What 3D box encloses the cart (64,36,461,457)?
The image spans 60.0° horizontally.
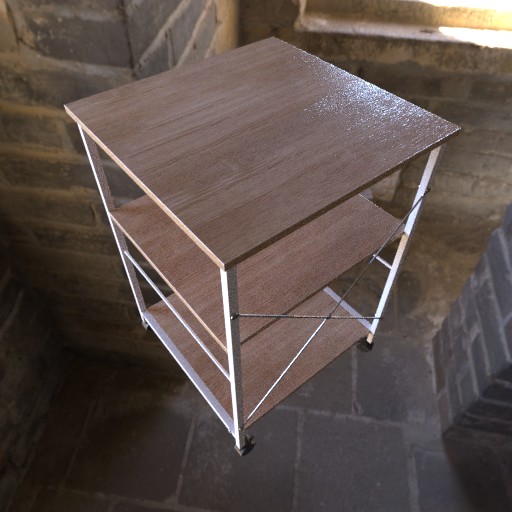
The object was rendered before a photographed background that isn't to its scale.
[{"bbox_3d":[0.000,0.000,1.096,0.521,0.762,0.520,-30,54,-25],"label":"cart"}]
